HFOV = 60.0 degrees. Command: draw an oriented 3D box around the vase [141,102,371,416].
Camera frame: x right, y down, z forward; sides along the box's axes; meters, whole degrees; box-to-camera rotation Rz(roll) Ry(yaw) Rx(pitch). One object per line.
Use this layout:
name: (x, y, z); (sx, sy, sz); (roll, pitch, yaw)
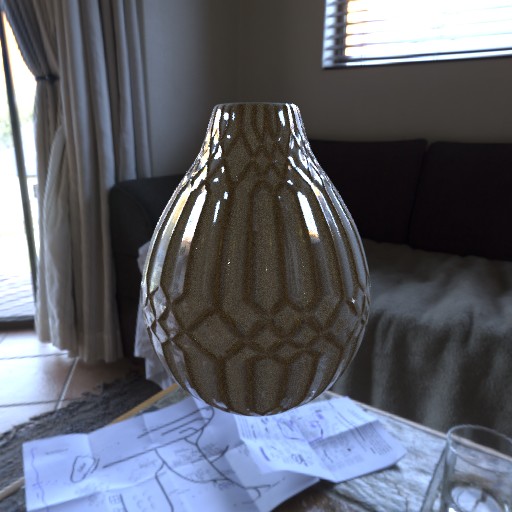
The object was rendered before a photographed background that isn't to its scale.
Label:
vase: (0.000, 0.000, 0.310); (0.159, 0.200, 0.159); (0, 15, 0)
